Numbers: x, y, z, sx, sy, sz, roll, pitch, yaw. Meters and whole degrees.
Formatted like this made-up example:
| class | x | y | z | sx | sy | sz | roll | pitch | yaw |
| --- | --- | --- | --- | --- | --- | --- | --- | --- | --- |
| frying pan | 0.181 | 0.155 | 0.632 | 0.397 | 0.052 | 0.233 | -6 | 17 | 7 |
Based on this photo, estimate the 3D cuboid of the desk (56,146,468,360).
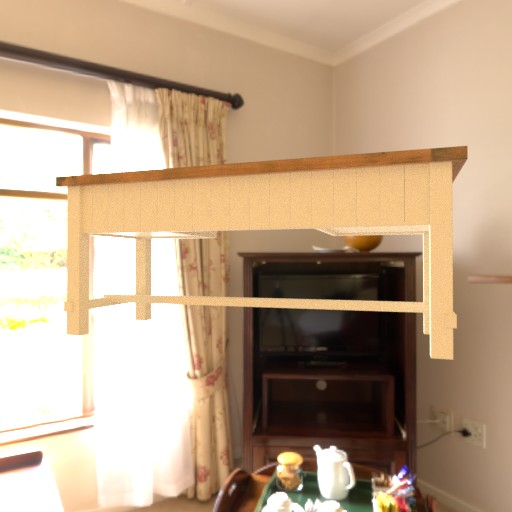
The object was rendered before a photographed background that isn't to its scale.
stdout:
| class | x | y | z | sx | sy | sz | roll | pitch | yaw |
| --- | --- | --- | --- | --- | --- | --- | --- | --- | --- |
| desk | 0.000 | 0.000 | 2.172 | 1.803 | 0.762 | 0.688 | 0 | -1 | 18 |
